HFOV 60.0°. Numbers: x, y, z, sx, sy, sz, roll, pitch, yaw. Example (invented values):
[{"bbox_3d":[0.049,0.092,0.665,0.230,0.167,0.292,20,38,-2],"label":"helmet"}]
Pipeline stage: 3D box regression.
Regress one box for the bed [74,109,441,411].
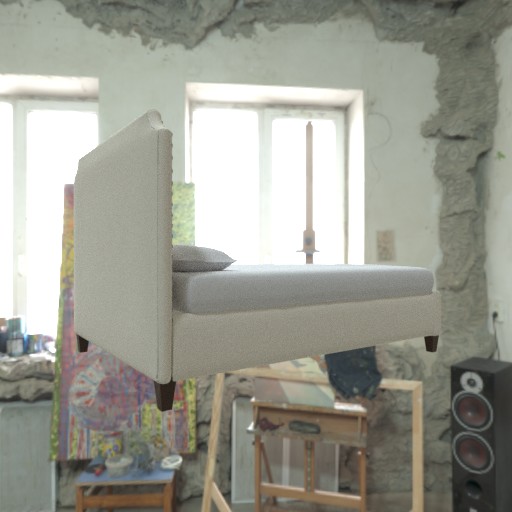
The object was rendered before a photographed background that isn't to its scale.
[{"bbox_3d":[0.000,0.000,3.458,2.372,1.497,1.712,0,0,-35],"label":"bed"}]
